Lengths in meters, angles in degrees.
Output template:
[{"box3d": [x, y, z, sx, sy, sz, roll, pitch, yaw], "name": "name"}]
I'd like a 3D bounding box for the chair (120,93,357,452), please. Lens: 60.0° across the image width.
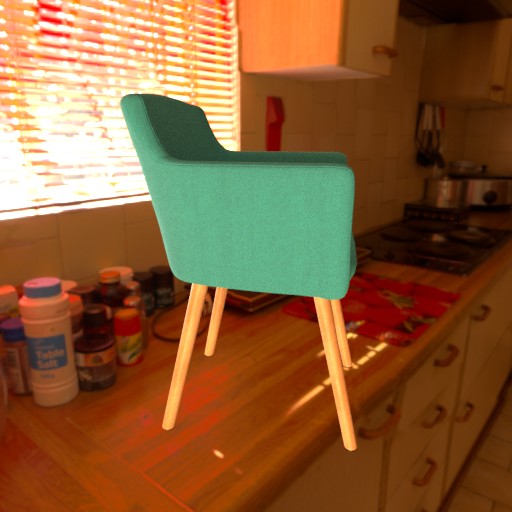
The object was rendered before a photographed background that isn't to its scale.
[{"box3d": [0.000, 0.000, 1.132, 0.540, 0.780, 0.570, 3, 16, 9], "name": "chair"}]
